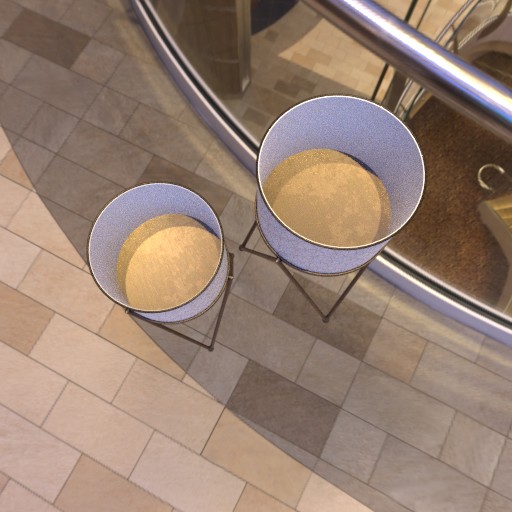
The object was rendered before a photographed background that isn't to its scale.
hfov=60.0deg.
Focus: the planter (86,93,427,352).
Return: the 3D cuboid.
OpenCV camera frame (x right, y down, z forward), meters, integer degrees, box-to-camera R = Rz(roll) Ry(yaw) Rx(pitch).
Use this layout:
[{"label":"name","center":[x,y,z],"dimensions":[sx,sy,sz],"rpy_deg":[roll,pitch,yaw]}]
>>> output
[{"label":"planter","center":[0.000,0.000,1.181],"dimensions":[0.769,0.712,0.413],"rpy_deg":[-18,76,-5]}]
